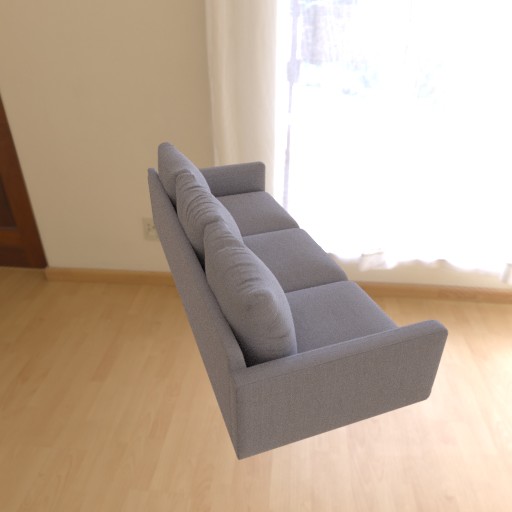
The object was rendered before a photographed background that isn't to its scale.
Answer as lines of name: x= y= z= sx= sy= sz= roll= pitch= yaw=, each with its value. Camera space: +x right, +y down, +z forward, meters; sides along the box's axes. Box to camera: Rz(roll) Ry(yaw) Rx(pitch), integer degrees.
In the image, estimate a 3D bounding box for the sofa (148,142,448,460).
sofa: x=0.000 y=0.000 z=2.396 sx=0.850 sy=0.830 sz=2.000 roll=-11 pitch=33 yaw=-17
